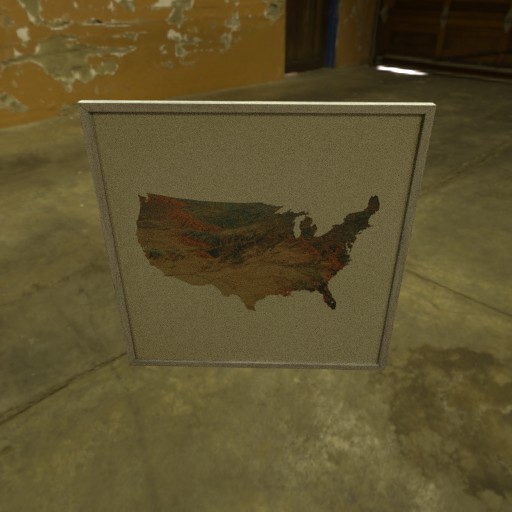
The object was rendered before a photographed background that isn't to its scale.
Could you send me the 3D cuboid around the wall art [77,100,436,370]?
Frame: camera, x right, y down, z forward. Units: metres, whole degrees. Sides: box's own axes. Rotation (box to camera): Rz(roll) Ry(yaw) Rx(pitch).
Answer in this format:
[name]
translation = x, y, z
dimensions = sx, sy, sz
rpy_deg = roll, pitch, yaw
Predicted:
[wall art]
translation = 0.000, 0.000, 0.760
dimensions = 0.508, 0.507, 0.016
rpy_deg = 1, 30, 1
